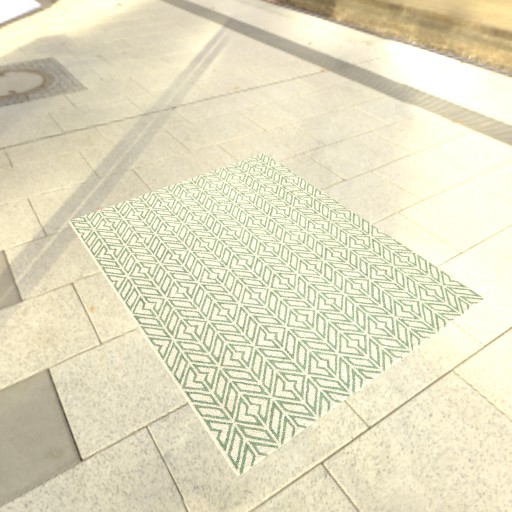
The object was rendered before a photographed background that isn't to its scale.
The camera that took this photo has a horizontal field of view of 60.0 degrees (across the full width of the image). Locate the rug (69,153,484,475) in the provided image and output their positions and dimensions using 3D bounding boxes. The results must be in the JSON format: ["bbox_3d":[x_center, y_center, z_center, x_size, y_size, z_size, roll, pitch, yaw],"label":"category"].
[{"bbox_3d":[0.000,0.000,4.038,2.441,0.017,3.050,-25,47,-26],"label":"rug"}]
